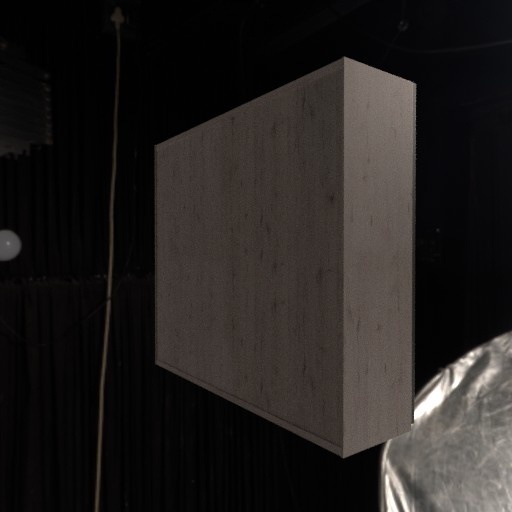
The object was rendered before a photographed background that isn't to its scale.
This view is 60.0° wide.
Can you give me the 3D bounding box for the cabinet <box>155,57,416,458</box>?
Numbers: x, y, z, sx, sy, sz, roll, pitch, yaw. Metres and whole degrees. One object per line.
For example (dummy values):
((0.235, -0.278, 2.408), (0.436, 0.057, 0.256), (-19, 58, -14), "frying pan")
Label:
((0.000, 0.000, 3.606), (0.660, 2.180, 2.500), (0, 1, -36), "cabinet")
